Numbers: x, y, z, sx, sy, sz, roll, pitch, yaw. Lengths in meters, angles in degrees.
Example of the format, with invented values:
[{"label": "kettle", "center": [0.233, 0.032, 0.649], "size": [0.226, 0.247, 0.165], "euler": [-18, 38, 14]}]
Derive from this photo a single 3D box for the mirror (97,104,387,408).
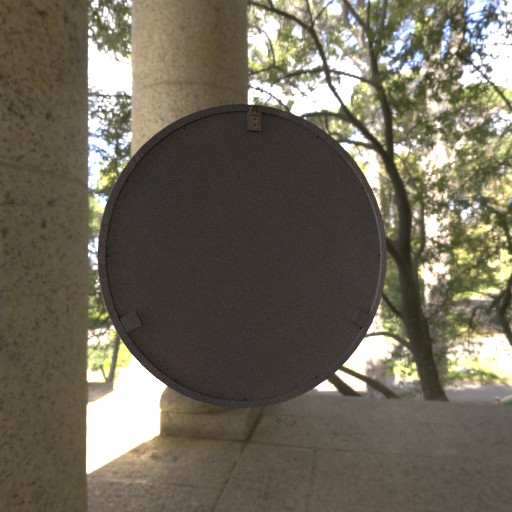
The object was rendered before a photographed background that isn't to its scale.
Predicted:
[{"label": "mirror", "center": [0.000, 0.000, 1.055], "size": [0.710, 0.710, 0.038], "euler": [0, 0, -19]}]
